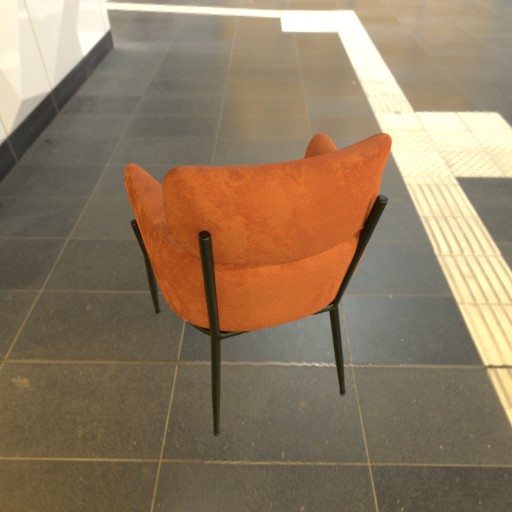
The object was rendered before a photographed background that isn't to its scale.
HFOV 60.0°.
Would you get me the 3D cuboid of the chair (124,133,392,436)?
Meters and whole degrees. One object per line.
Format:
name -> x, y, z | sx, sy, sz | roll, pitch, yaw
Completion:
chair -> 0.000, 0.000, 1.106 | 0.561, 0.772, 0.523 | -13, 43, -14
